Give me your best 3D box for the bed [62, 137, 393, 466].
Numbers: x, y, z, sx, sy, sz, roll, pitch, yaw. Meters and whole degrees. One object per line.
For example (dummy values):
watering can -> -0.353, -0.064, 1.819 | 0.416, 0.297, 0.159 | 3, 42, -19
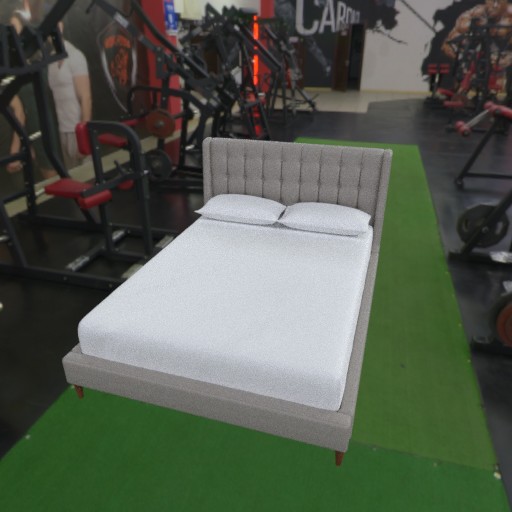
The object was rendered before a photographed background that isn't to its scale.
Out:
bed -> 0.000, 0.000, 3.155 | 1.656, 1.147, 2.232 | 8, 28, 16
